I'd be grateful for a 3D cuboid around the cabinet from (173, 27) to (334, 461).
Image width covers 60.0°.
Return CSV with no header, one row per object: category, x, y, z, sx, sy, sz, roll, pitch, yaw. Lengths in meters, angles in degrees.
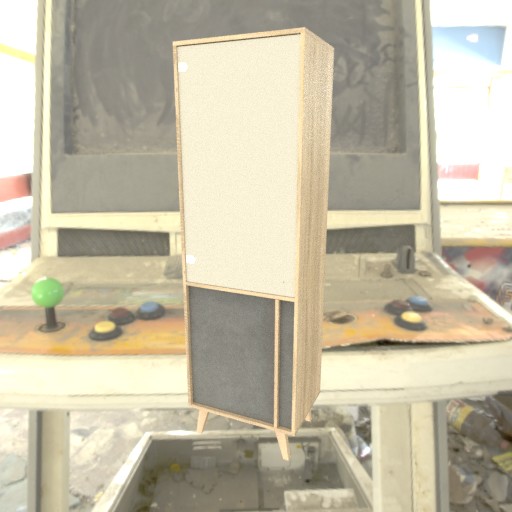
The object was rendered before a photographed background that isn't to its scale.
cabinet,0.000,0.000,2.112,0.570,1.850,0.400,7,16,24
